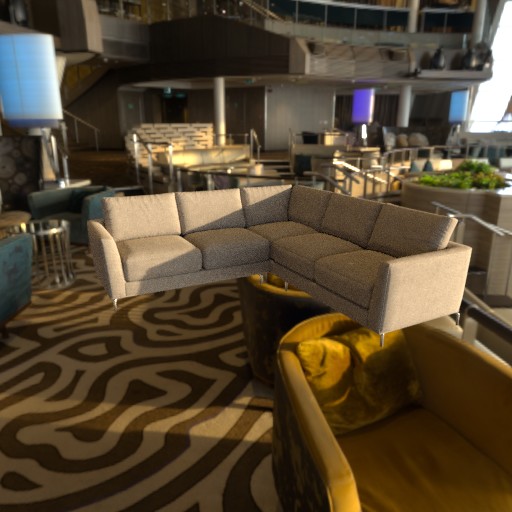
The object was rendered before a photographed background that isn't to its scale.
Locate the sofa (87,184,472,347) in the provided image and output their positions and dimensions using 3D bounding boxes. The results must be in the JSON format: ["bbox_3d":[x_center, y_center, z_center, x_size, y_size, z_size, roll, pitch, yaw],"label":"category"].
[{"bbox_3d":[0.000,0.000,3.819,2.438,0.864,2.438,-9,19,-27],"label":"sofa"}]
